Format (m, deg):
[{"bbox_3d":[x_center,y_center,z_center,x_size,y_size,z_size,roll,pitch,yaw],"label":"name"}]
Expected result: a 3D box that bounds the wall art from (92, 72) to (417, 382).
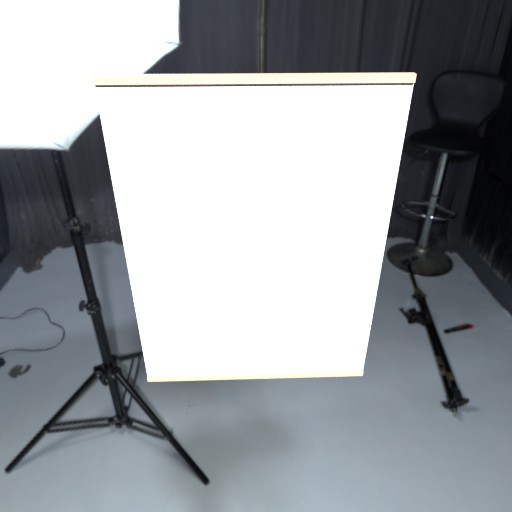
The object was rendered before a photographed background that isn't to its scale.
[{"bbox_3d":[0.000,0.000,0.791,0.459,0.608,0.012,-1,32,-2],"label":"wall art"}]
